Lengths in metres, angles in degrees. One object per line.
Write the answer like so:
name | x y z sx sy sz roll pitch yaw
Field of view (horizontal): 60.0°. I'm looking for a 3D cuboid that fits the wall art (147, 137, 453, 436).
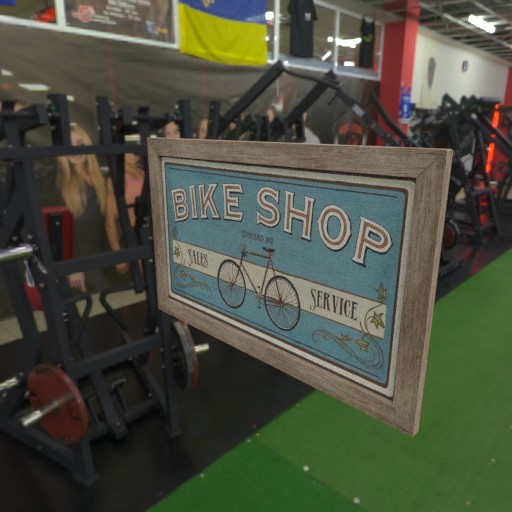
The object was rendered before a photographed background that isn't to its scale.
wall art | 0.000 0.000 0.961 0.780 0.480 0.021 16 23 43
